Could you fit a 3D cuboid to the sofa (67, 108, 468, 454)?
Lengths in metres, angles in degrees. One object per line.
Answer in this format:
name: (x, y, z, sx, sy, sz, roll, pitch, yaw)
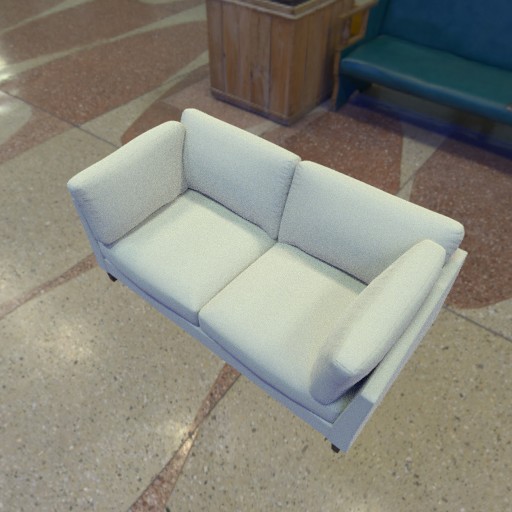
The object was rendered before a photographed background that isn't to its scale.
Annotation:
sofa: (0.000, 0.000, 2.294, 1.776, 0.836, 0.970, 31, 53, 26)
